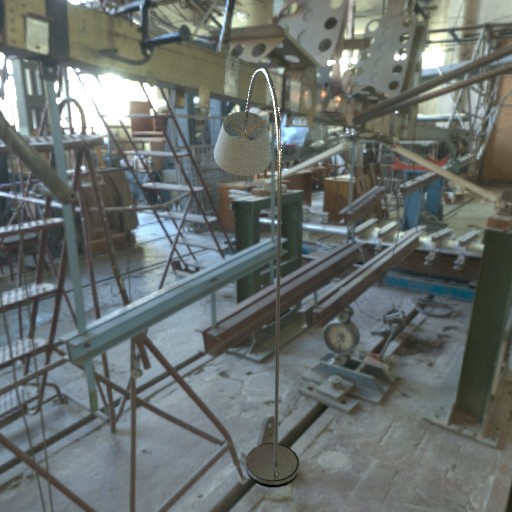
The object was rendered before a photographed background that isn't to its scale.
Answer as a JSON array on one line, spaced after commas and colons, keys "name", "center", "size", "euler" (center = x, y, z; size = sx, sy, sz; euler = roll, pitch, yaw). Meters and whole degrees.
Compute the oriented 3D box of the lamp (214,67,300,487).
[{"name": "lamp", "center": [0.000, 0.000, 2.706], "size": [0.406, 2.098, 1.445], "euler": [-3, 16, -9]}]
